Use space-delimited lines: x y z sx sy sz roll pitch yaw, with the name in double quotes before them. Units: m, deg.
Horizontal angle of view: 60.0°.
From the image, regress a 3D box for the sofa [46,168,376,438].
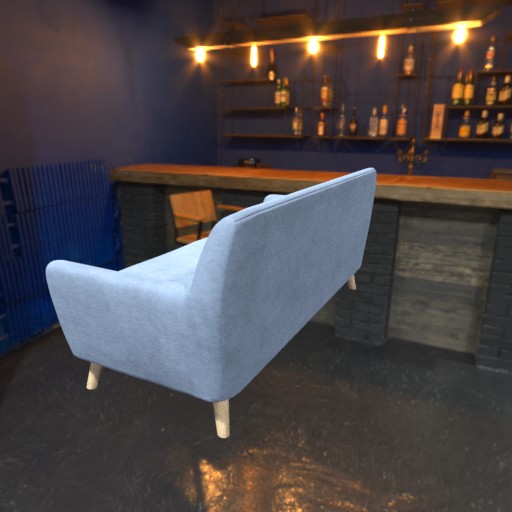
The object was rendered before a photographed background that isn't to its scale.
"sofa" 0.000 0.000 2.364 0.830 0.830 1.970 8 18 26
